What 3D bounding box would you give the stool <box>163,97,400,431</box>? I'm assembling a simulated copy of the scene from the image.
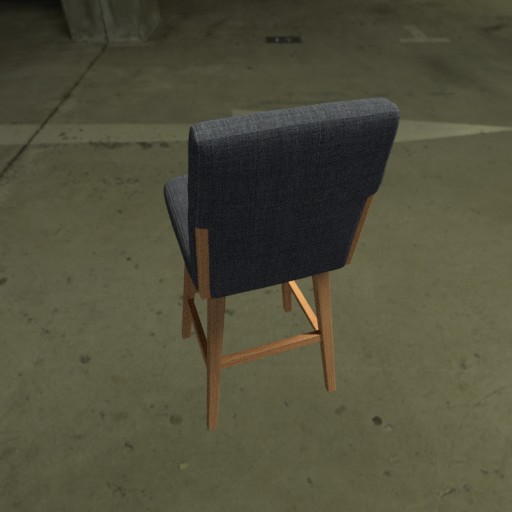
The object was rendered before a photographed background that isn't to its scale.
[{"bbox_3d":[0.000,0.000,1.361,0.483,1.112,0.570,-13,42,-14],"label":"stool"}]
